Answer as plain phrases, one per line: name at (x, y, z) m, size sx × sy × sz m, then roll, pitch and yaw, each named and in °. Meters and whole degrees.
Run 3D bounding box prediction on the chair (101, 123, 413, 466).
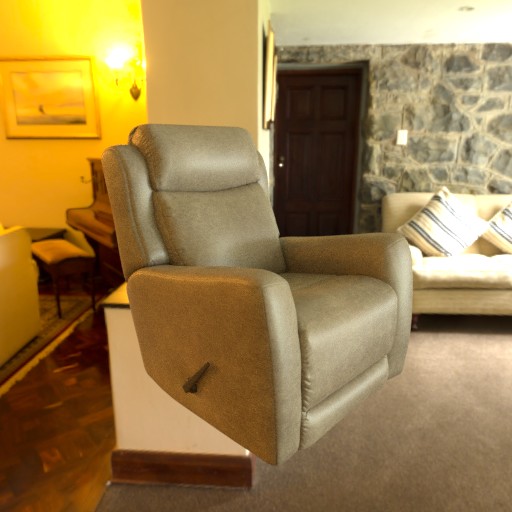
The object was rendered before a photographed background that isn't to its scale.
chair at (0.000, 0.000, 1.928) m, size 1.068 × 1.116 × 0.967 m, roll 14°, pitch 19°, yaw 43°
